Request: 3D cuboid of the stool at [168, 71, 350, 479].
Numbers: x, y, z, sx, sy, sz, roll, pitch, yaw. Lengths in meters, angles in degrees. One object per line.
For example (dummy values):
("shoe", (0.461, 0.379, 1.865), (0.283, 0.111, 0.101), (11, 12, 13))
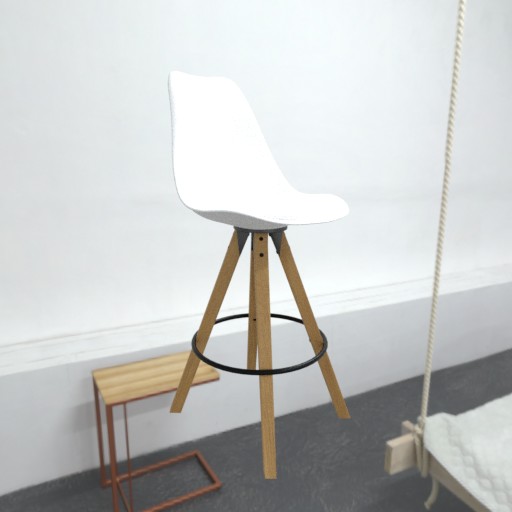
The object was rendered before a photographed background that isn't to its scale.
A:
("stool", (0.000, 0.000, 1.397), (0.549, 1.115, 0.482), (13, 20, 42))
